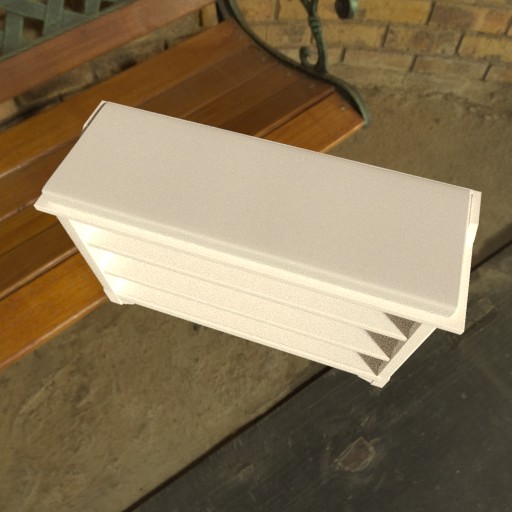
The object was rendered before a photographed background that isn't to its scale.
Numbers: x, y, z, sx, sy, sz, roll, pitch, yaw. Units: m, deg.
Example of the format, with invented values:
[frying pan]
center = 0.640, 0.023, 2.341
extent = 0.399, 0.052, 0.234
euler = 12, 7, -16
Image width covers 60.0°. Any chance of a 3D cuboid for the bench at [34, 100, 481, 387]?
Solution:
[bench]
center = 0.000, 0.000, 1.256
extent = 0.987, 0.589, 0.346
euler = 16, 61, 9
